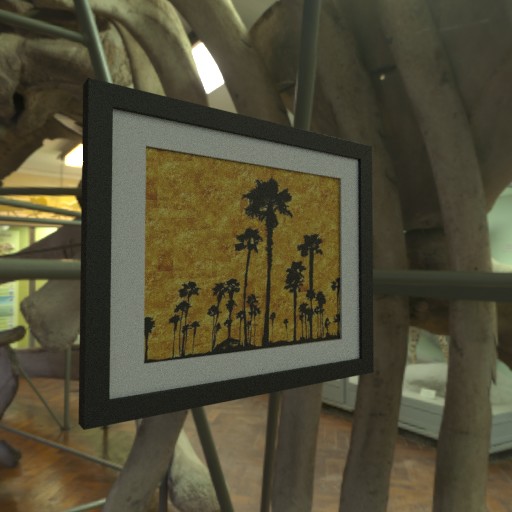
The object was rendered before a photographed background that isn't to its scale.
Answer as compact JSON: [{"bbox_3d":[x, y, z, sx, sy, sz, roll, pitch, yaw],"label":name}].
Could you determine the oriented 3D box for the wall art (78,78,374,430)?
[{"bbox_3d":[0.000,0.000,0.749,0.561,0.460,0.028,1,-2,-35],"label":"wall art"}]
